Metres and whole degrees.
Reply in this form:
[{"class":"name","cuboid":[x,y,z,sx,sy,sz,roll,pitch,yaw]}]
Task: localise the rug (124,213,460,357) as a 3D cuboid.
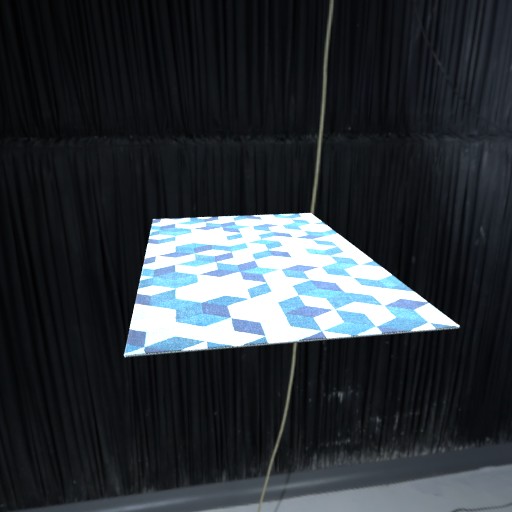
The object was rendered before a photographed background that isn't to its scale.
[{"class":"rug","cuboid":[0.000,0.000,3.088,1.518,0.015,2.438,-3,18,-9]}]
